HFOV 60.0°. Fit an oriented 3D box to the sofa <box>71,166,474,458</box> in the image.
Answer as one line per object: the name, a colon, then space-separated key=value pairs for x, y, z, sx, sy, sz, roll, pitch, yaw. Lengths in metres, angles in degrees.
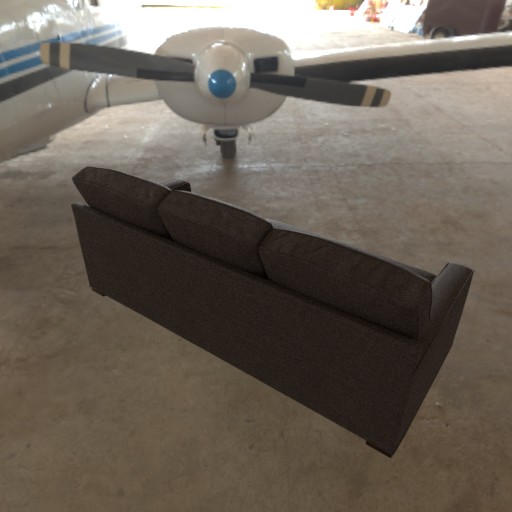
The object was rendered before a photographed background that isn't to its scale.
sofa: x=0.000 y=0.000 z=2.816 sx=2.369 sy=0.978 sz=1.004 roll=21 pitch=37 yaw=31
